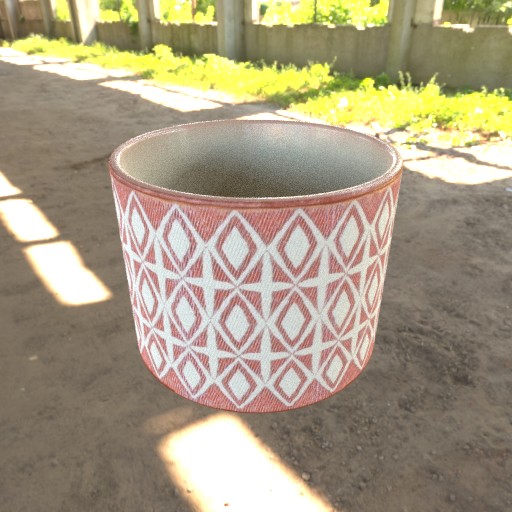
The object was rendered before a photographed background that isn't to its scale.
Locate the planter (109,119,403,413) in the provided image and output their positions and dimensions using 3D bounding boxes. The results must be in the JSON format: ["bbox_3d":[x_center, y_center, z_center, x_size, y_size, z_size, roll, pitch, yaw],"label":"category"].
[{"bbox_3d":[0.000,0.000,0.483,0.273,0.237,0.273,0,29,0],"label":"planter"}]
